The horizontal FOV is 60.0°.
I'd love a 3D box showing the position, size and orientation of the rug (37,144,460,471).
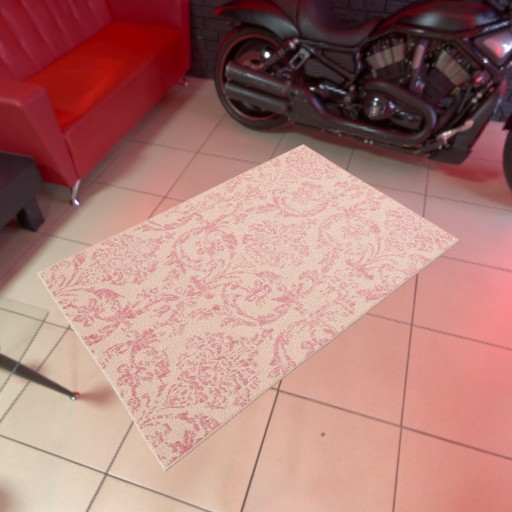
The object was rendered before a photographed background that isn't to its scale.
[{"bbox_3d":[0.000,0.000,2.296,1.839,0.012,1.219,-31,54,-26],"label":"rug"}]
